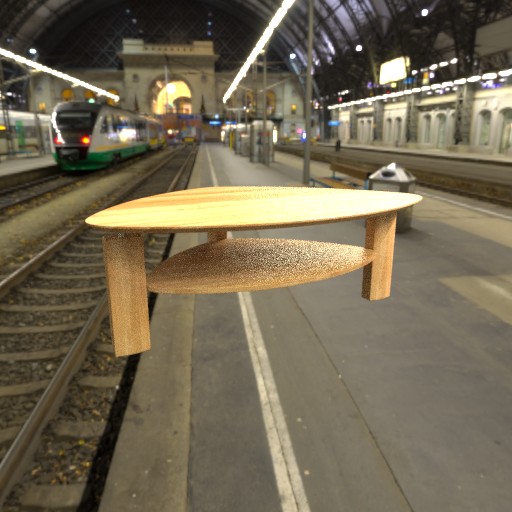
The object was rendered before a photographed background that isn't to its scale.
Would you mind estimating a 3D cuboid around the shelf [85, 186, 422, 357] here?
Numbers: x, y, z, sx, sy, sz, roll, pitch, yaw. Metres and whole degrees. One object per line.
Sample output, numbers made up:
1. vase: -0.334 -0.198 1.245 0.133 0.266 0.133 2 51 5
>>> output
1. shelf: 0.000 0.000 1.702 1.240 0.439 0.863 -8 17 -27
